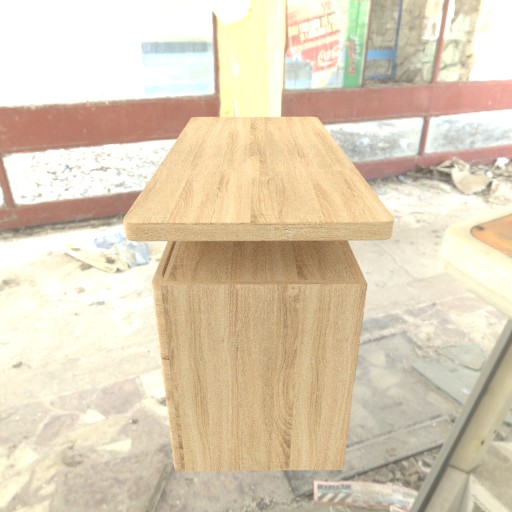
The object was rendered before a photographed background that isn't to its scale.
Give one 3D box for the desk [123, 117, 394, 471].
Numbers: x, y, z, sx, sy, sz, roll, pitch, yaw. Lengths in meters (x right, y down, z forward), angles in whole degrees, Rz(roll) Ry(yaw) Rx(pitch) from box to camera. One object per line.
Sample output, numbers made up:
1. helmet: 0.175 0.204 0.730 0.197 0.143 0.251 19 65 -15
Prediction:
1. desk: 0.000 0.000 1.584 0.550 0.760 1.200 0 27 -1
